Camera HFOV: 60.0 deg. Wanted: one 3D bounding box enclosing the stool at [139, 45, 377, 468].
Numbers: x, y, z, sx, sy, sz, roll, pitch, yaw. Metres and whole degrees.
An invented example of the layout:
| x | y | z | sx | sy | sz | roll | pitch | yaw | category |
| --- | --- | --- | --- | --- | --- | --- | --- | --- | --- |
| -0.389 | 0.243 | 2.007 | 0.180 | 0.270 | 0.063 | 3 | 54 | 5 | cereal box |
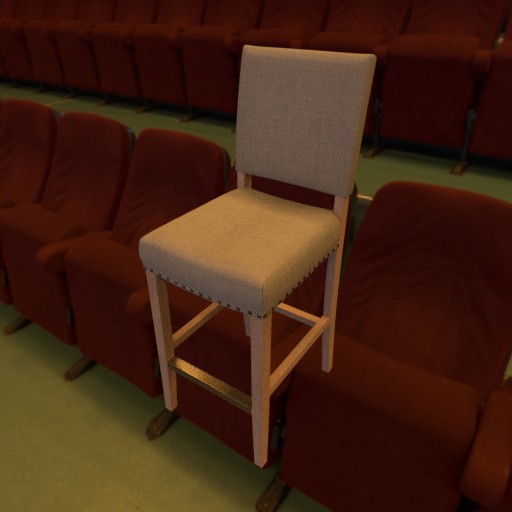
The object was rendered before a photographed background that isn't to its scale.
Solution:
| x | y | z | sx | sy | sz | roll | pitch | yaw | category |
| --- | --- | --- | --- | --- | --- | --- | --- | --- | --- |
| 0.000 | 0.000 | 1.431 | 0.445 | 1.173 | 0.585 | 19 | 36 | 29 | stool |
